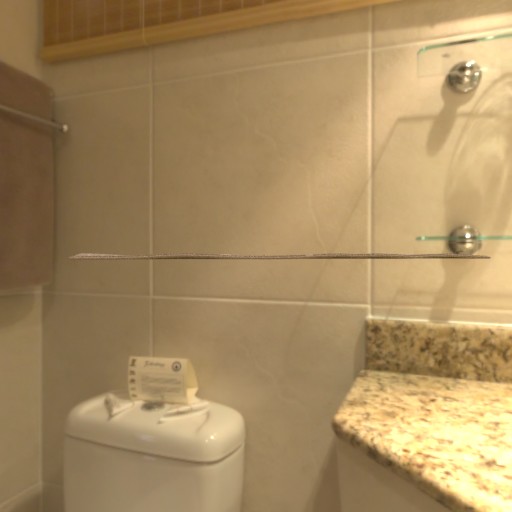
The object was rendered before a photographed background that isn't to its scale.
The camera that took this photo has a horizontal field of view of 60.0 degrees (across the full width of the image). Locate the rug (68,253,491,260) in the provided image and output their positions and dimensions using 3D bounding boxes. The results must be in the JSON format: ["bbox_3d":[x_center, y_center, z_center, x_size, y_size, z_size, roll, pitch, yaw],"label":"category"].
[{"bbox_3d":[0.000,0.000,0.888,0.642,0.008,0.551,0,0,-16],"label":"rug"}]
